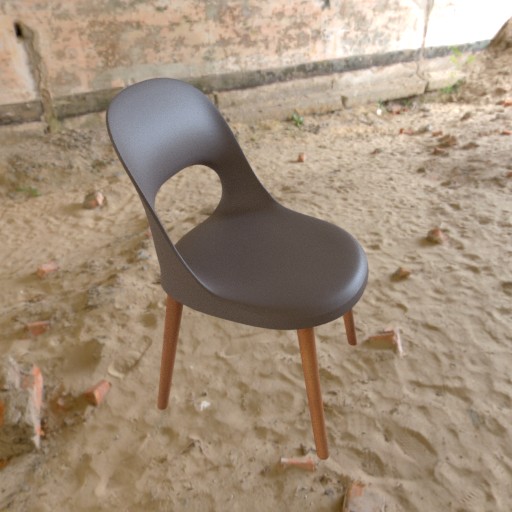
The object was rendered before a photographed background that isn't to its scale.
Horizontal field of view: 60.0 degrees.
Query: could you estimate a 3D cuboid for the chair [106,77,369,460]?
[{"bbox_3d":[0.000,0.000,1.114,0.556,0.794,0.470,11,34,17],"label":"chair"}]
